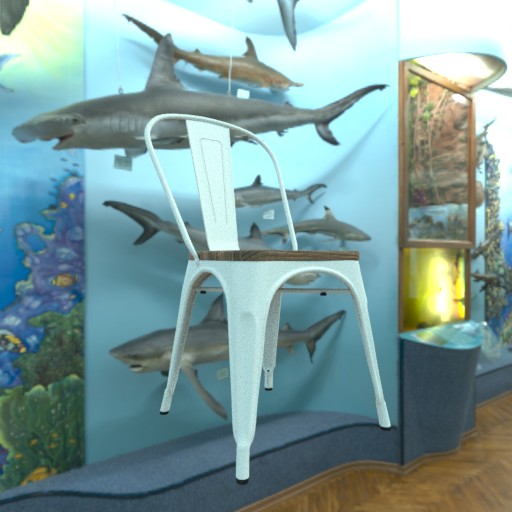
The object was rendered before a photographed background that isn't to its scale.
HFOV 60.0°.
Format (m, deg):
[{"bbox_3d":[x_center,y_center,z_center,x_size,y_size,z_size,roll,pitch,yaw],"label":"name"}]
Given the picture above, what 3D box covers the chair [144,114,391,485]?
[{"bbox_3d":[0.000,0.000,1.163,0.452,0.851,0.521,0,0,-36],"label":"chair"}]
